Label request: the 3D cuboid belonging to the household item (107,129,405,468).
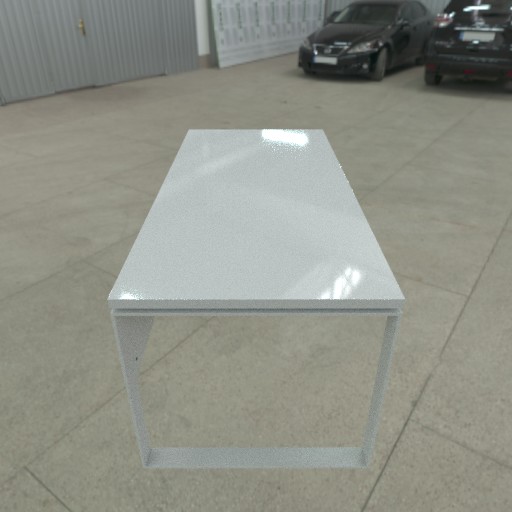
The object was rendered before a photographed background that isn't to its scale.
[{"bbox_3d":[0.000,0.000,2.109,0.800,0.745,1.700,0,31,0],"label":"household item"}]
